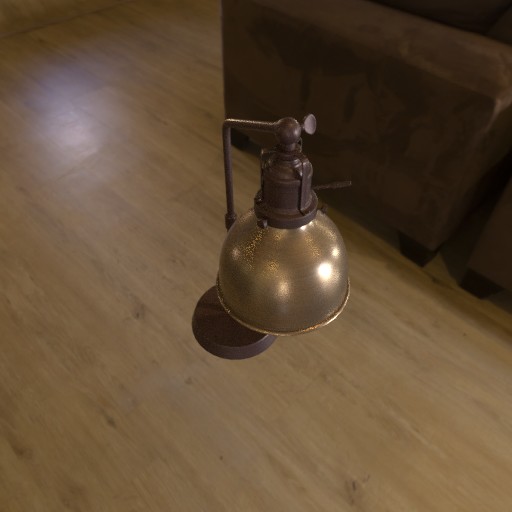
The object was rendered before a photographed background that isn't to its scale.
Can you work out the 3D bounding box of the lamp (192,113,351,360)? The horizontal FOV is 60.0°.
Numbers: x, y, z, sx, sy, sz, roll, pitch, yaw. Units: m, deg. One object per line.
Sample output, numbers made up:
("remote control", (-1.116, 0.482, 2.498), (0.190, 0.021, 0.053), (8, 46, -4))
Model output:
("lamp", (0.000, 0.000, 0.610), (0.175, 0.469, 0.298), (-22, 51, -19))
